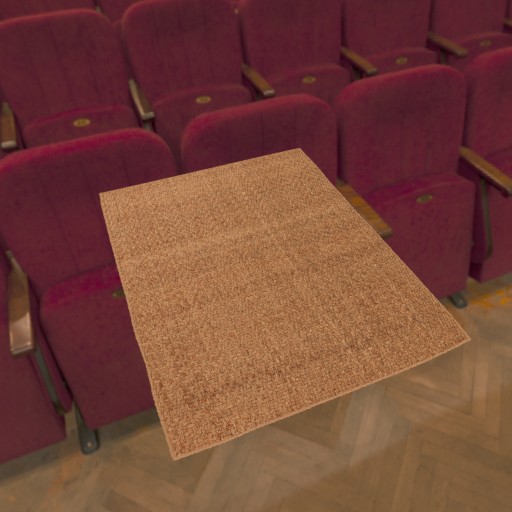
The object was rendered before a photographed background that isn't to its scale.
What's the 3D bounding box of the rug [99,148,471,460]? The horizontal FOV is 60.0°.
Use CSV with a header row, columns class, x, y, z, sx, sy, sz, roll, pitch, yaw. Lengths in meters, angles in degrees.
class,x,y,z,sx,sy,sz,roll,pitch,yaw
rug,0.000,0.000,4.116,2.439,0.013,3.048,-16,47,-16
